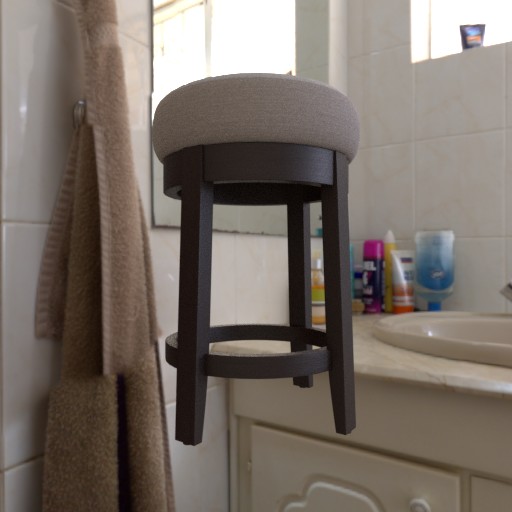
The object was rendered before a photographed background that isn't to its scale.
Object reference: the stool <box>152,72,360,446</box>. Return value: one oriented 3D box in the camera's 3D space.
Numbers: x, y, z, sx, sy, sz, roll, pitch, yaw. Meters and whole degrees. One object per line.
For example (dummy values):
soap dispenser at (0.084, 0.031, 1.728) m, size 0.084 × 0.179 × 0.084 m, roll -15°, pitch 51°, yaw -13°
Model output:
stool at (0.000, 0.000, 0.968) m, size 0.443 × 0.672 × 0.443 m, roll 0°, pitch 0°, yaw 0°
